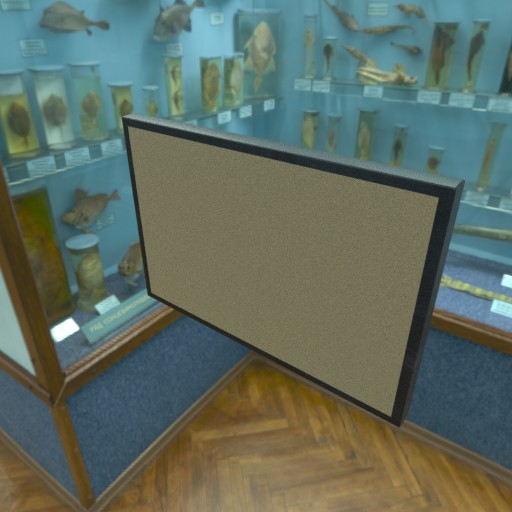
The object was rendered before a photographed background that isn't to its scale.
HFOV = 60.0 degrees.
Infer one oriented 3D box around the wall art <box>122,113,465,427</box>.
[{"bbox_3d":[0.000,0.000,0.783,0.610,0.409,0.038,21,36,32],"label":"wall art"}]
